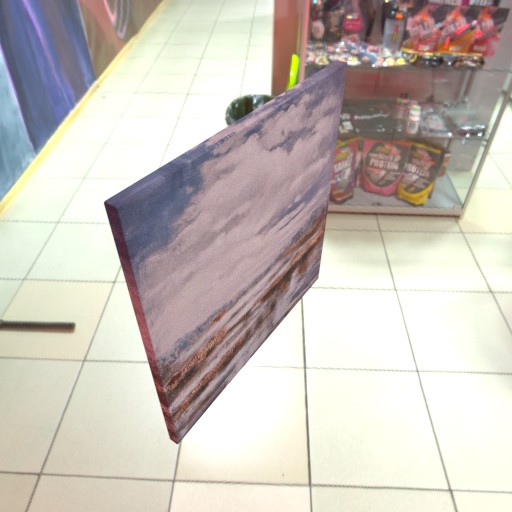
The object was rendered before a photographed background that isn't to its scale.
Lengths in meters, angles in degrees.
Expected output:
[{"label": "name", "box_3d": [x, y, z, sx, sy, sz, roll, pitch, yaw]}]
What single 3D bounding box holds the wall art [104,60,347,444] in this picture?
[{"label": "wall art", "box_3d": [0.000, 0.000, 1.524, 0.040, 1.020, 1.010, 25, 48, 25]}]
